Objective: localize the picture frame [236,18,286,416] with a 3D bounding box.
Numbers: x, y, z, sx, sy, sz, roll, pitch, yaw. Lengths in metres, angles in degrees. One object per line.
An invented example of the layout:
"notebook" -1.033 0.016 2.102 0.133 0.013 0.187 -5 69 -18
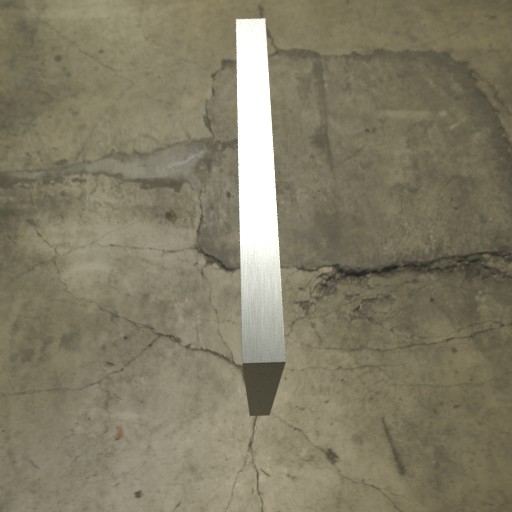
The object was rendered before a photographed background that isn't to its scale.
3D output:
"picture frame" 0.000 0.000 1.352 0.073 0.968 0.839 -2 65 -1
